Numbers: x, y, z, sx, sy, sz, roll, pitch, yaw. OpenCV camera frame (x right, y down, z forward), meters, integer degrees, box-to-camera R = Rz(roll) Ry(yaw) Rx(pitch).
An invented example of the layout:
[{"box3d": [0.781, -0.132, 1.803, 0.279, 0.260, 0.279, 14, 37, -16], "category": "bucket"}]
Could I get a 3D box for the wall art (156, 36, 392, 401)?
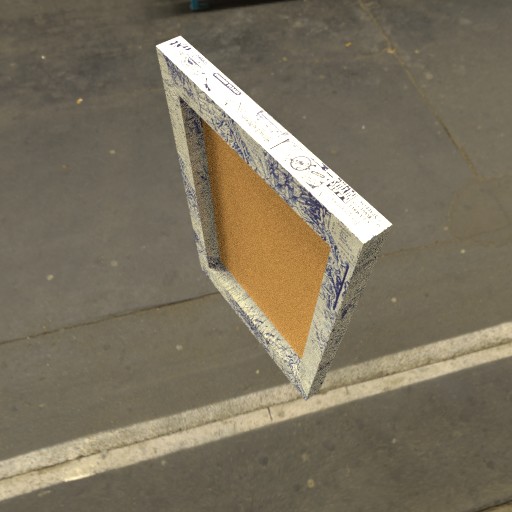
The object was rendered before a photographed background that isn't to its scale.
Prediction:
[{"box3d": [0.000, 0.000, 0.489, 0.025, 0.376, 0.255, -32, 63, -19], "category": "wall art"}]
